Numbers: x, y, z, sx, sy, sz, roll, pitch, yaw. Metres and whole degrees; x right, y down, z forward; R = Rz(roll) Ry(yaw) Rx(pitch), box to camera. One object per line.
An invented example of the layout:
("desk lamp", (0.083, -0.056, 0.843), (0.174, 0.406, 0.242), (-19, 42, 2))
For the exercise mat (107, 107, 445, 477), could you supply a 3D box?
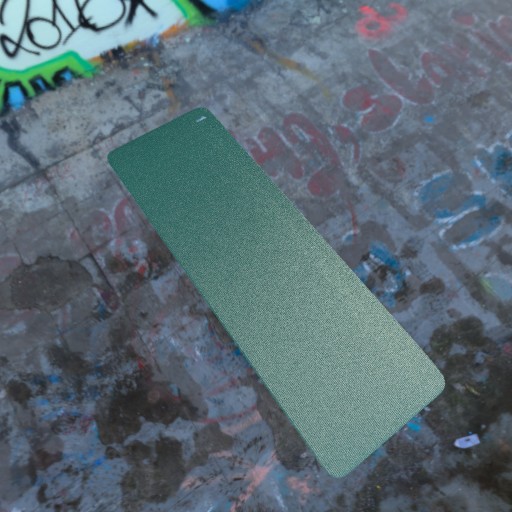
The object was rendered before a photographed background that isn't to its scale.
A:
("exercise mat", (0.000, 0.000, 2.049), (0.616, 0.021, 1.869), (-33, 68, -15))
